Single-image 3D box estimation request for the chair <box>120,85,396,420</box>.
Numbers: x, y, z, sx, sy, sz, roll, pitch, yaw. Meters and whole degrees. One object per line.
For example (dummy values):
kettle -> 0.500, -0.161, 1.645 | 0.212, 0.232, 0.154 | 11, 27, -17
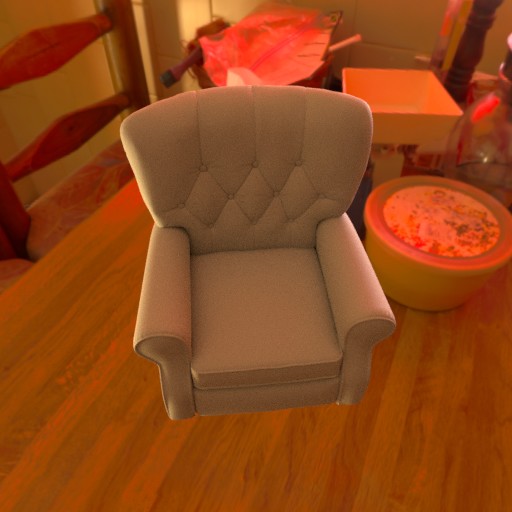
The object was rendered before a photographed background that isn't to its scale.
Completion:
chair -> 0.000, 0.000, 2.060 | 1.090, 1.217, 1.128 | -4, 45, -4
